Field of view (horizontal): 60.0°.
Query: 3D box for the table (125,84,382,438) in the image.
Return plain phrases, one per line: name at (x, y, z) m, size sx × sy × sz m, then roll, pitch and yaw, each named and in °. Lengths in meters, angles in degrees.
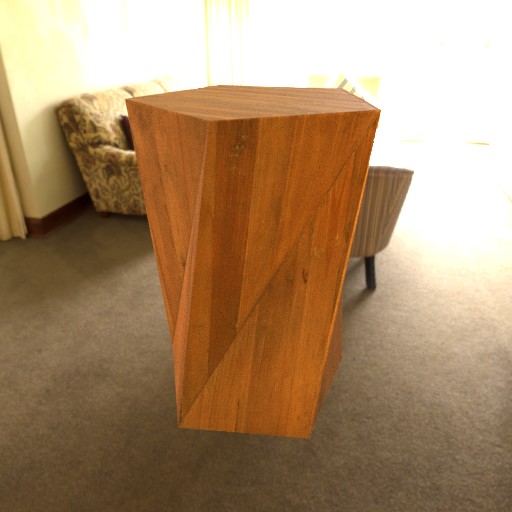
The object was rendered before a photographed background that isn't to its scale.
table at (0.000, 0.000, 0.891) m, size 0.441 × 0.604 × 0.425 m, roll -19°, pitch 32°, yaw -32°
